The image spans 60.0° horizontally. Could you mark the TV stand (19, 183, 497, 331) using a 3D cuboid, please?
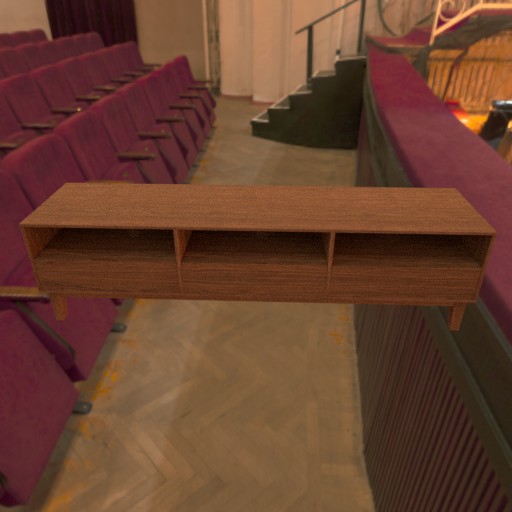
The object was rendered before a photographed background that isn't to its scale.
[{"bbox_3d":[0.000,0.000,1.632,1.482,0.409,0.366,1,30,2],"label":"TV stand"}]
